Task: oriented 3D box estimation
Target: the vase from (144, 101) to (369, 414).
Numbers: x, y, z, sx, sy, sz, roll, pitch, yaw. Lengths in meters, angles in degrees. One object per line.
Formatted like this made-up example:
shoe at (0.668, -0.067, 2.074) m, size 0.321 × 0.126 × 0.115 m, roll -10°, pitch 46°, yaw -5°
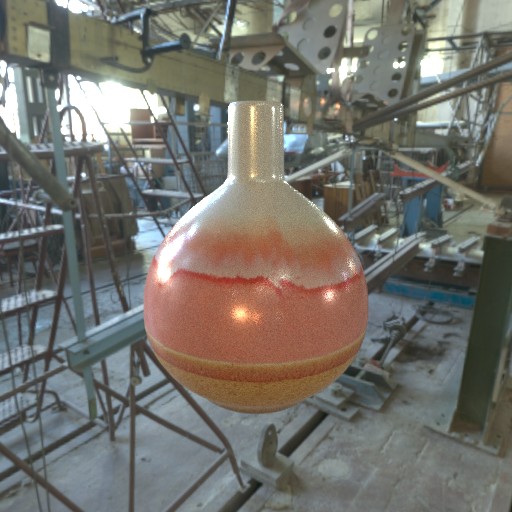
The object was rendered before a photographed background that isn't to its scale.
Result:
vase at (0.000, 0.000, 0.269) m, size 0.137 × 0.176 × 0.137 m, roll 0°, pitch 15°, yaw 0°
